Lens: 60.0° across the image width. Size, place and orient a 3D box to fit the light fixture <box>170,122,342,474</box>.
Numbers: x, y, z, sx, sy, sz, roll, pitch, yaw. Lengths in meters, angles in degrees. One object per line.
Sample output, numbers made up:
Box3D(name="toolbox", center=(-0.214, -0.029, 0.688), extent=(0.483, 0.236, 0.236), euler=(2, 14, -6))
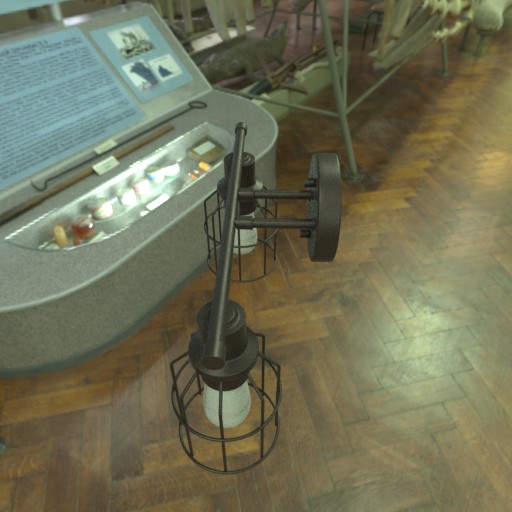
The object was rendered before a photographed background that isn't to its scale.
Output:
Box3D(name="light fixture", center=(0.000, 0.000, 0.524), extent=(0.165, 0.254, 0.406), euler=(1, 40, 1))
